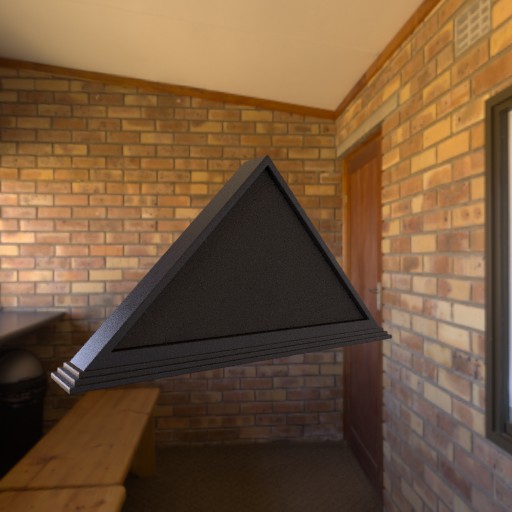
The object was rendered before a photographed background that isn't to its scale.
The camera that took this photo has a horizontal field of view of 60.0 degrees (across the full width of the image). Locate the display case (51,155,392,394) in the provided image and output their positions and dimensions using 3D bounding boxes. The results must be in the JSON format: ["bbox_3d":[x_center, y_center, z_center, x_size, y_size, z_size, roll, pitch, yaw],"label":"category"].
[{"bbox_3d":[0.000,0.000,0.770,0.640,0.340,0.095,0,-1,-37],"label":"display case"}]
